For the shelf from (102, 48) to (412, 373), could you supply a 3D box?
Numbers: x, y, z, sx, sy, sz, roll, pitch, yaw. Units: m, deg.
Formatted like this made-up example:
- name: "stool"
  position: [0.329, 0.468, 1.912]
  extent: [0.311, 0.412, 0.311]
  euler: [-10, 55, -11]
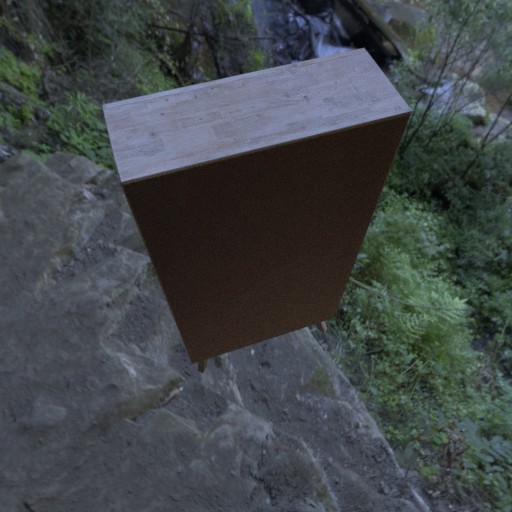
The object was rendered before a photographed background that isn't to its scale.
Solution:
- name: "shelf"
  position: [0.000, 0.000, 1.766]
  extent: [0.748, 1.471, 0.308]
  euler: [-16, 60, -10]
